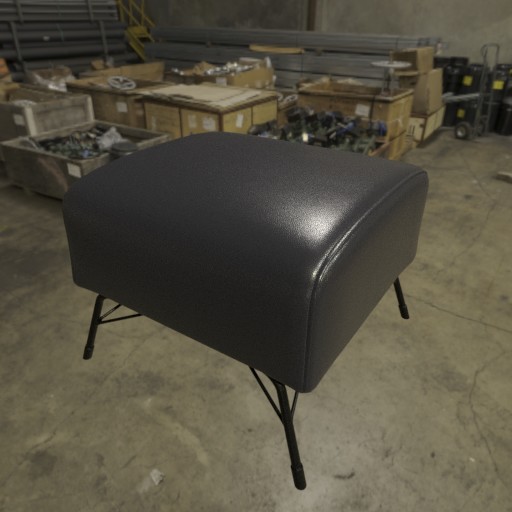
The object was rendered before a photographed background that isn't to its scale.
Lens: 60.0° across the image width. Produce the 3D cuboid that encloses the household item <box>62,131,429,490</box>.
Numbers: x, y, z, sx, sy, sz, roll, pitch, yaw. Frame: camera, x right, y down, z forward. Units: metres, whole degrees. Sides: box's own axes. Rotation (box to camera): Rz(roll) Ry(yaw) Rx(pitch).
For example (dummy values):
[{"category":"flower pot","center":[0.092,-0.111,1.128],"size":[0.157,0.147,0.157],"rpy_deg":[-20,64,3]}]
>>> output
[{"category":"household item","center":[0.000,0.000,0.892],"size":[0.530,0.410,0.530],"rpy_deg":[18,34,29]}]
